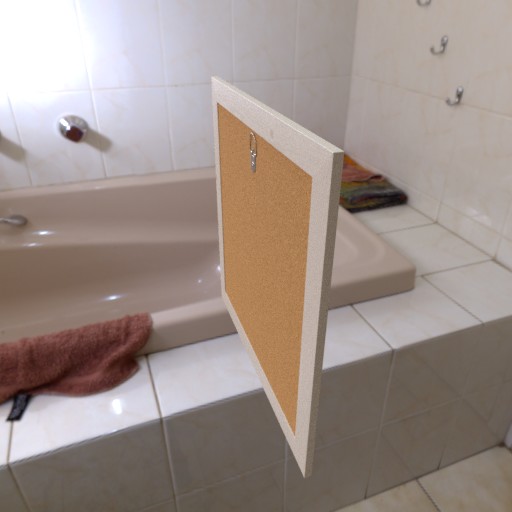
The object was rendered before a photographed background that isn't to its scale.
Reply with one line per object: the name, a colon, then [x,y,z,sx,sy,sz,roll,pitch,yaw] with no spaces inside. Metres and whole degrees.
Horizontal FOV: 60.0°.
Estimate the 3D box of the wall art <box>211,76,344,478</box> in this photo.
wall art: [0.000,0.000,0.862,0.015,0.577,0.572,-9,31,-16]
